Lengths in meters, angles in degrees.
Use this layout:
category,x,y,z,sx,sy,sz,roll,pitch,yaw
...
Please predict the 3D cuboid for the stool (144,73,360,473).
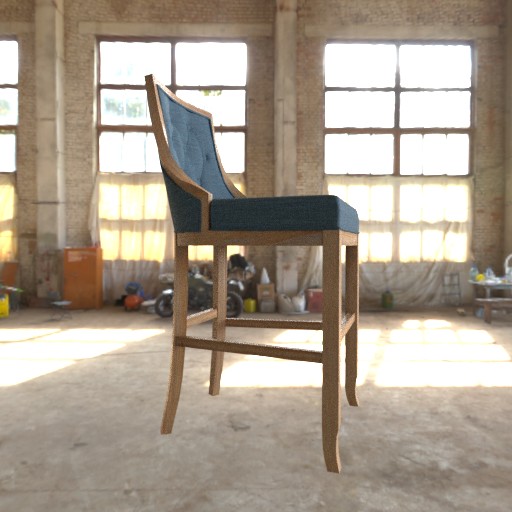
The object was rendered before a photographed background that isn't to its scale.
category,x,y,z,sx,sy,sz,roll,pitch,yaw
stool,0.000,0.000,1.465,0.626,1.101,0.524,1,2,19
